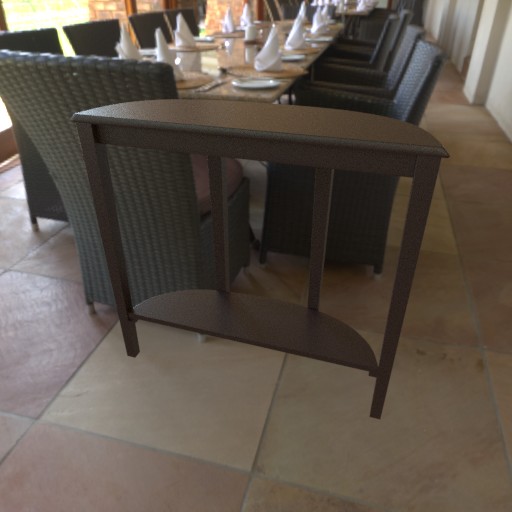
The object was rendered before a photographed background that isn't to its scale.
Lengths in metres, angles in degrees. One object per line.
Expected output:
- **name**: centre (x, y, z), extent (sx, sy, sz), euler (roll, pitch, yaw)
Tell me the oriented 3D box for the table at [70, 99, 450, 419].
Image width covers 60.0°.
- **table**: centre (0.000, 0.000, 1.328), extent (0.909, 0.831, 0.274), euler (10, 33, 15)
